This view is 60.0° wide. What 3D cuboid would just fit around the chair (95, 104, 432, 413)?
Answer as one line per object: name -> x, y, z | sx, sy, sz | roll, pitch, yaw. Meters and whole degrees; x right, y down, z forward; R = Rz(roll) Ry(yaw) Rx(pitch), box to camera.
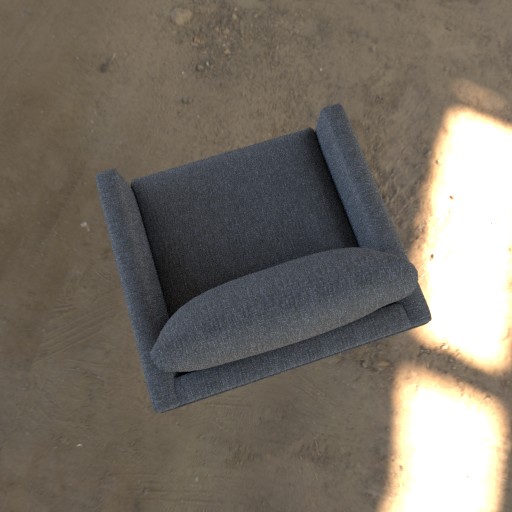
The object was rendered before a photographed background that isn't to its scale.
chair -> 0.000, 0.000, 1.678 | 0.963, 0.861, 0.866 | -17, 76, -5
